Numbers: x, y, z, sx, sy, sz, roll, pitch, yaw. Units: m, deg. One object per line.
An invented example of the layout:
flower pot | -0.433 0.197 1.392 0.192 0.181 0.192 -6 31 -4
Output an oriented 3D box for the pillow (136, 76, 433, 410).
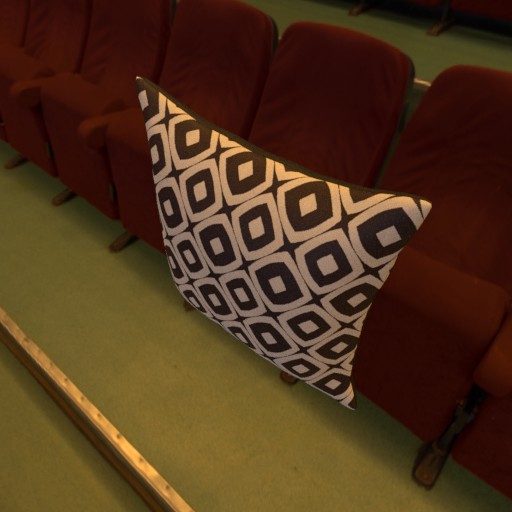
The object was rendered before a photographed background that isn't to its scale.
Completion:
pillow | 0.000 0.000 0.769 0.504 0.494 0.188 31 53 27
